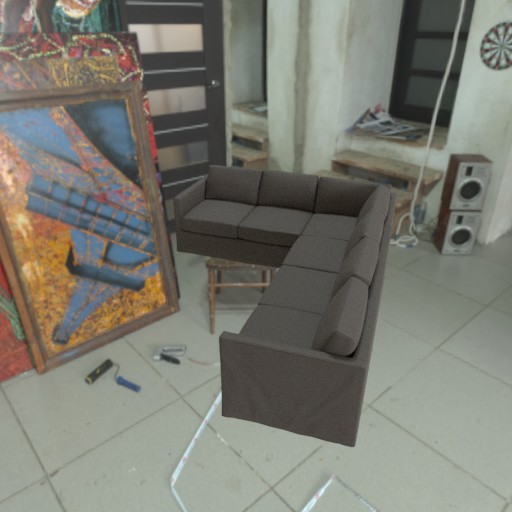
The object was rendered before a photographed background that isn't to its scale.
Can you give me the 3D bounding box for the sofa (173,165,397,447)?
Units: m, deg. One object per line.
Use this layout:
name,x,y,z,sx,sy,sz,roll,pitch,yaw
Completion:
sofa,0.000,0.000,4.322,2.432,0.871,3.182,9,29,17
